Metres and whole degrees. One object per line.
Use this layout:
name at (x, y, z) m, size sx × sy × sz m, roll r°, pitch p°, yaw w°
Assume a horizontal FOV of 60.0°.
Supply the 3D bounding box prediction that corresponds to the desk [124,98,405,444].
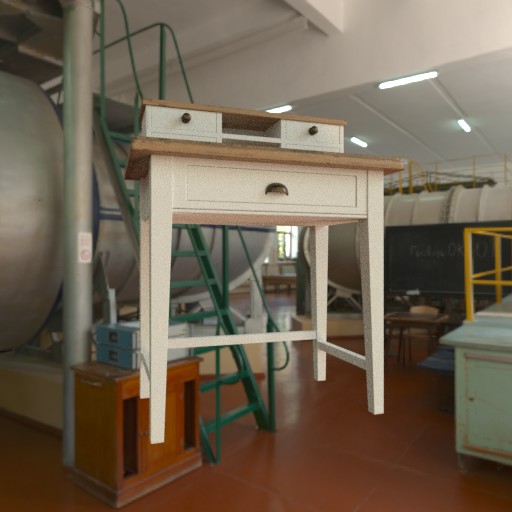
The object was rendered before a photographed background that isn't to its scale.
desk at (0.000, 0.000, 1.454) m, size 0.814 × 0.981 × 0.462 m, roll 0°, pitch 0°, yaw -19°
